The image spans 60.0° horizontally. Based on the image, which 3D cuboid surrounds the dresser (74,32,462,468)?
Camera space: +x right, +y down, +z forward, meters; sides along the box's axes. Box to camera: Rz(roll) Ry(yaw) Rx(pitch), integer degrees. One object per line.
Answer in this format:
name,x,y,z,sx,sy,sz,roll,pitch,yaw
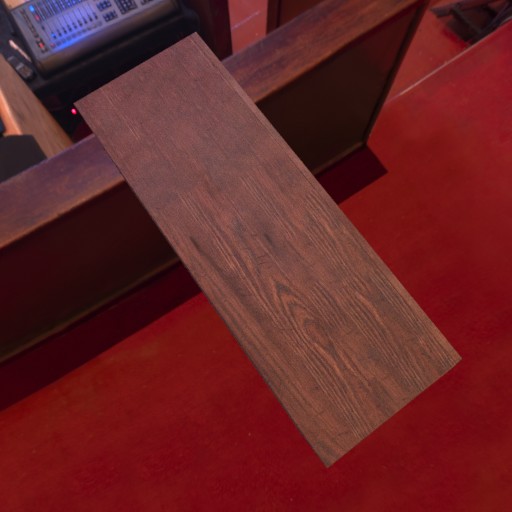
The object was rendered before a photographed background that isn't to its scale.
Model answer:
dresser,0.000,0.000,2.157,0.623,1.061,1.646,-35,78,-9
